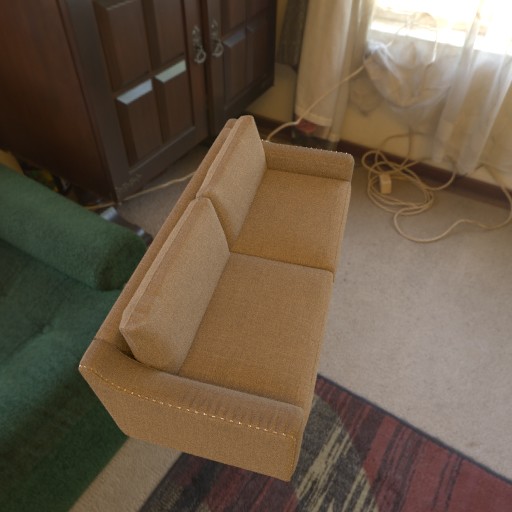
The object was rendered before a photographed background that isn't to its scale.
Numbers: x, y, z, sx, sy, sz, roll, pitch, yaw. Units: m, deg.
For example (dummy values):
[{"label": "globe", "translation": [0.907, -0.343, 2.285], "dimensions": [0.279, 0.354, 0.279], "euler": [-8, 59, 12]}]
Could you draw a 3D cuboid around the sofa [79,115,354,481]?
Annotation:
[{"label": "sofa", "translation": [0.000, 0.000, 2.733], "dimensions": [1.000, 0.857, 2.208], "euler": [11, 46, 10]}]
